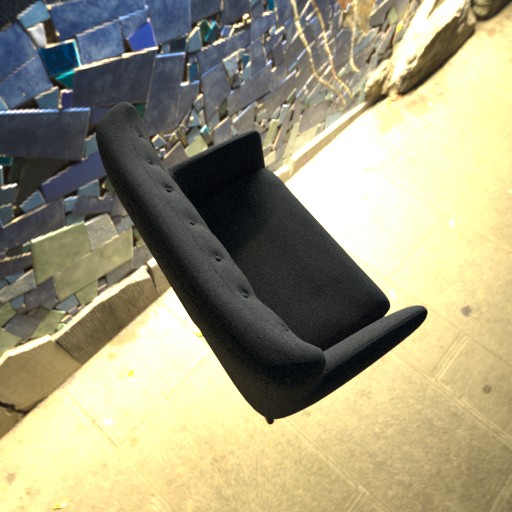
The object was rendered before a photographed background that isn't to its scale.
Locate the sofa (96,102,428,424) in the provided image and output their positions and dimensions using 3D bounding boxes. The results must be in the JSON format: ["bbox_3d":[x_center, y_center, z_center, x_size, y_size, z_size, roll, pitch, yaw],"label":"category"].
[{"bbox_3d":[0.000,0.000,2.019,0.874,1.028,1.358,-29,62,-17],"label":"sofa"}]
